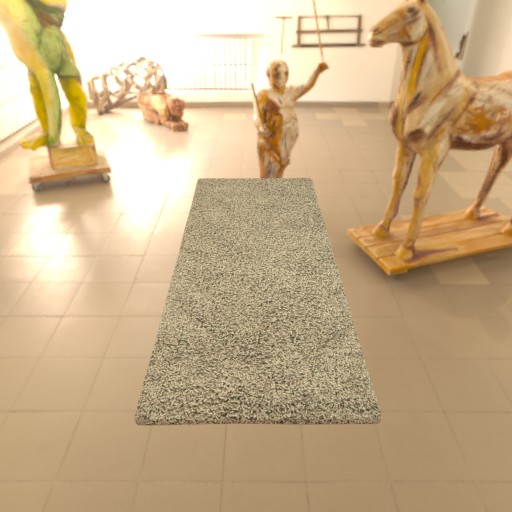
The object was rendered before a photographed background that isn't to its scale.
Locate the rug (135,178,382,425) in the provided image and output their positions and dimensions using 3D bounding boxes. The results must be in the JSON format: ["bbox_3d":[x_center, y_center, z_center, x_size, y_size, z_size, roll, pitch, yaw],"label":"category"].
[{"bbox_3d":[0.000,0.000,1.725,0.609,0.030,1.524,0,32,0],"label":"rug"}]
